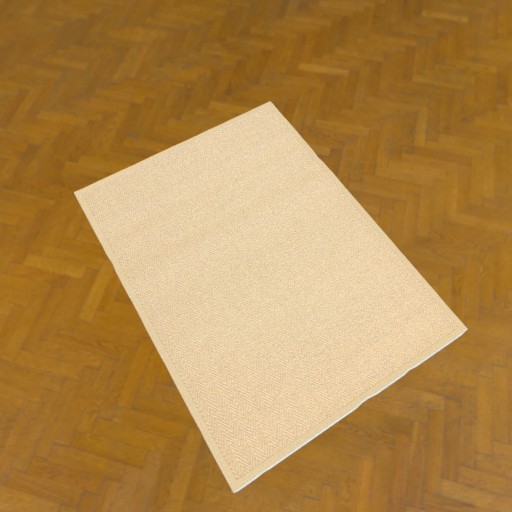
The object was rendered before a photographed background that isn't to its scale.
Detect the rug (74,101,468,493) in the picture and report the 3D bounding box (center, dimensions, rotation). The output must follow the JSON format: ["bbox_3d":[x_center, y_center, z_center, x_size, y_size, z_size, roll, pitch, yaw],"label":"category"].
[{"bbox_3d":[0.000,0.000,4.803,2.734,0.037,3.659,-29,67,-14],"label":"rug"}]
